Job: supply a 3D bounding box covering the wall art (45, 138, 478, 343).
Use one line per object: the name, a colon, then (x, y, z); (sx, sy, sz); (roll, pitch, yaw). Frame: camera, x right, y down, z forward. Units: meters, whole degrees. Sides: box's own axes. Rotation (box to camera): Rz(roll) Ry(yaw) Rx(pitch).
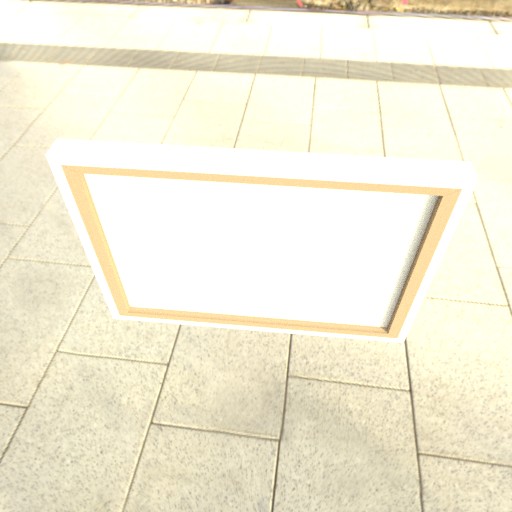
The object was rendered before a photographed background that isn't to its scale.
wall art: (0.000, 0.000, 0.786); (0.608, 0.414, 0.042); (4, 47, 4)
